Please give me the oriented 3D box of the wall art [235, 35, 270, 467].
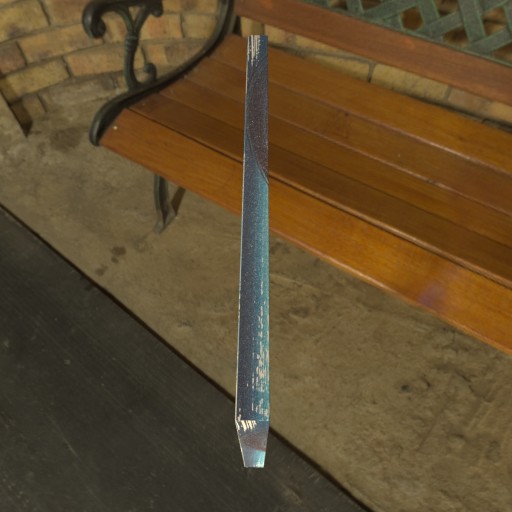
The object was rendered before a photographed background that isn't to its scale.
[{"bbox_3d":[0.000,0.000,0.750,0.033,0.406,0.609,1,59,0],"label":"wall art"}]
